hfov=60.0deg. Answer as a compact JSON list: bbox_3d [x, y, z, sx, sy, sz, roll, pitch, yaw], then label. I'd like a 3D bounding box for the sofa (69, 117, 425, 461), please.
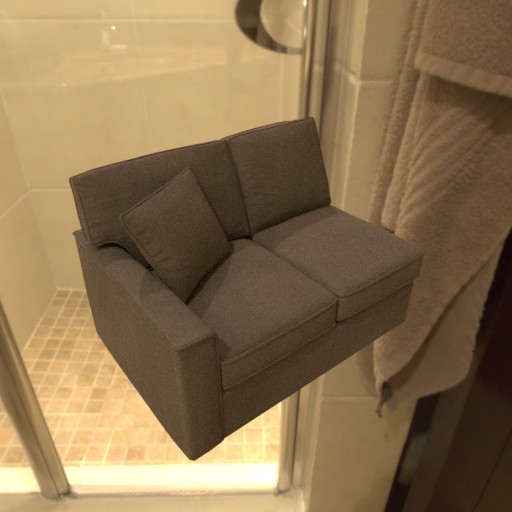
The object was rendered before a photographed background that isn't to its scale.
[{"bbox_3d":[0.000,0.000,2.122,1.388,0.989,0.991,-22,38,-32],"label":"sofa"}]
